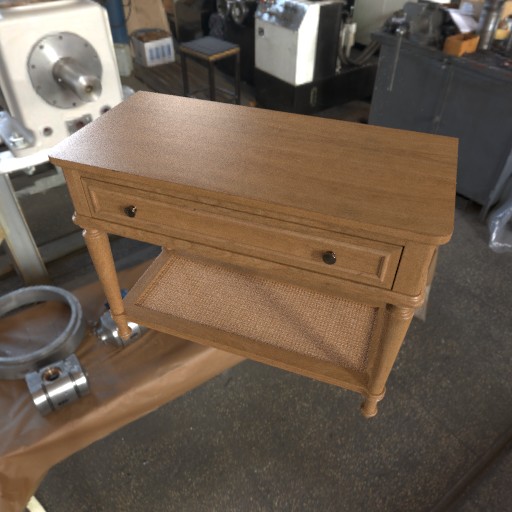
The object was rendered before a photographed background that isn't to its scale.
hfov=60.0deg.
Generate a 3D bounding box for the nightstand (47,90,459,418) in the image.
[{"bbox_3d":[0.000,0.000,1.299,0.914,0.700,0.432,14,43,15],"label":"nightstand"}]
